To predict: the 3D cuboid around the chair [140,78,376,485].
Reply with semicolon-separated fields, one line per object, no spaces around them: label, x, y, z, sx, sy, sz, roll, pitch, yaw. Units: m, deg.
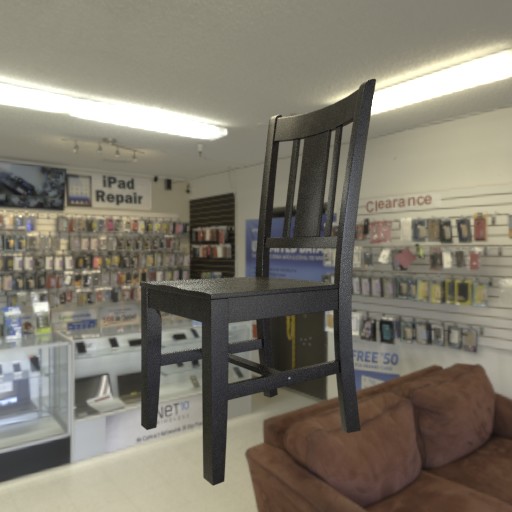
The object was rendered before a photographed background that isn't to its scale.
chair;0.000;0.000;1.286;0.555;0.998;0.450;-1;2;-36
